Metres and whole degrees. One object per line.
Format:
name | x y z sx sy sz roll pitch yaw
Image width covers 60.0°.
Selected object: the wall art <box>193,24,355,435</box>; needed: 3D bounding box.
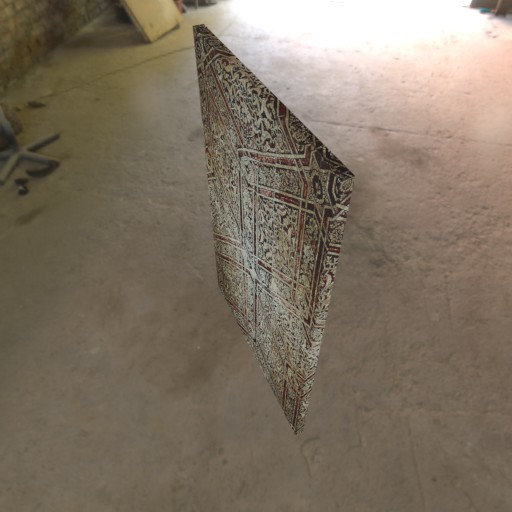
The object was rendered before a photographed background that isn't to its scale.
wall art | 0.000 0.000 1.119 0.030 0.904 0.599 -19 50 -16
